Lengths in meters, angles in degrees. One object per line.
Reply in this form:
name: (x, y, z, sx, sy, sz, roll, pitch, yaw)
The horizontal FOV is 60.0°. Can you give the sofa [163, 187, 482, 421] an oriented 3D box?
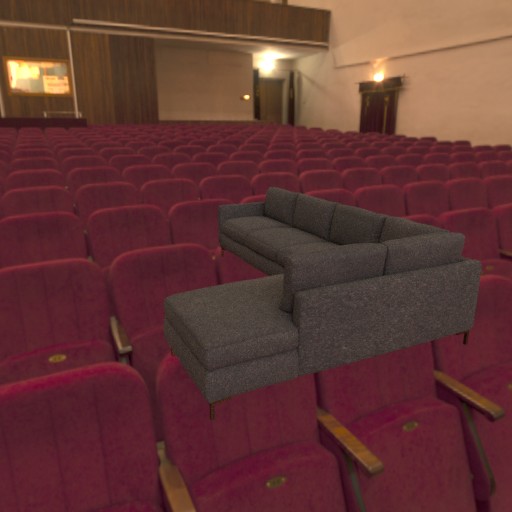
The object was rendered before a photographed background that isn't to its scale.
sofa: (0.000, 0.000, 3.861, 2.007, 0.815, 2.949, -8, 18, -25)
